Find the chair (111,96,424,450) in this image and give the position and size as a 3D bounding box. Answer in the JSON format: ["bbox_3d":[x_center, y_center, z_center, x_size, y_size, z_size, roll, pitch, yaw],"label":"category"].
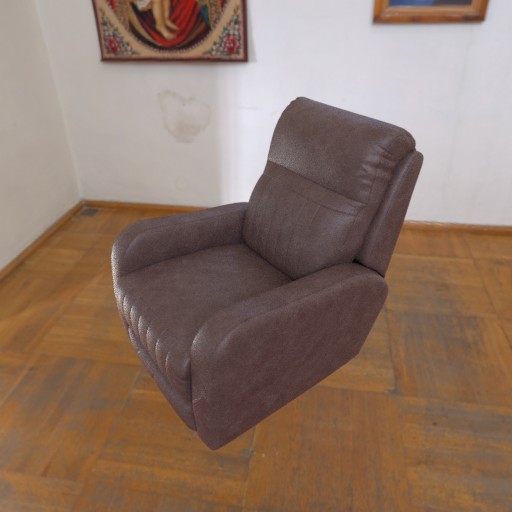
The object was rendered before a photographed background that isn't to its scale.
[{"bbox_3d":[0.000,0.000,1.839,1.067,1.067,0.865,-21,39,-29],"label":"chair"}]
